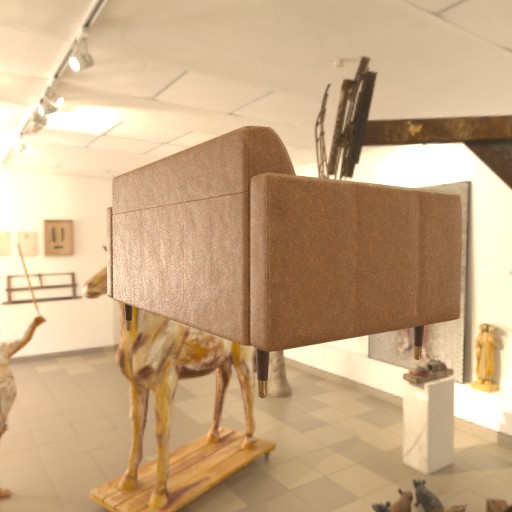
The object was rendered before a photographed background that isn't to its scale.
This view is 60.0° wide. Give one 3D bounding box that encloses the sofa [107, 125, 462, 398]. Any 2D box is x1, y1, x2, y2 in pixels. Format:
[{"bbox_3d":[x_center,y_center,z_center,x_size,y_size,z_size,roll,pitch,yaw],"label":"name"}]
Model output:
[{"bbox_3d":[0.000,0.000,2.080,0.960,0.820,1.549,-1,2,-35],"label":"sofa"}]
